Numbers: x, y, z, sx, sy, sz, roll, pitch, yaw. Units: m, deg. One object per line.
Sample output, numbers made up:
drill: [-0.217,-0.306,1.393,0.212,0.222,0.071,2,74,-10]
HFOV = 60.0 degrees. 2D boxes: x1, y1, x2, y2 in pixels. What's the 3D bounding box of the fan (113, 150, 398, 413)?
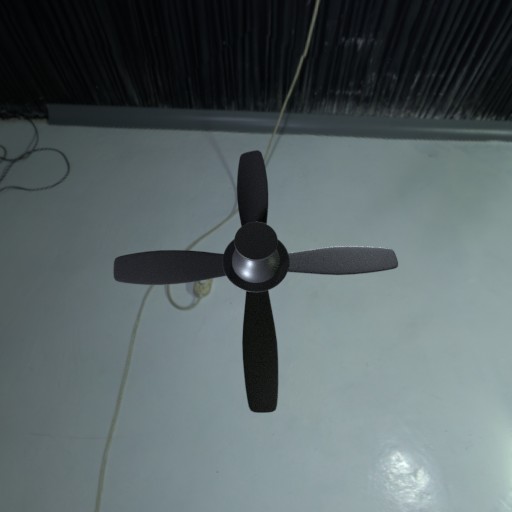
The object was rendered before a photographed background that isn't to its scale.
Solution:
fan: [0.000,0.000,2.557,1.694,0.382,1.694,-2,64,-1]
